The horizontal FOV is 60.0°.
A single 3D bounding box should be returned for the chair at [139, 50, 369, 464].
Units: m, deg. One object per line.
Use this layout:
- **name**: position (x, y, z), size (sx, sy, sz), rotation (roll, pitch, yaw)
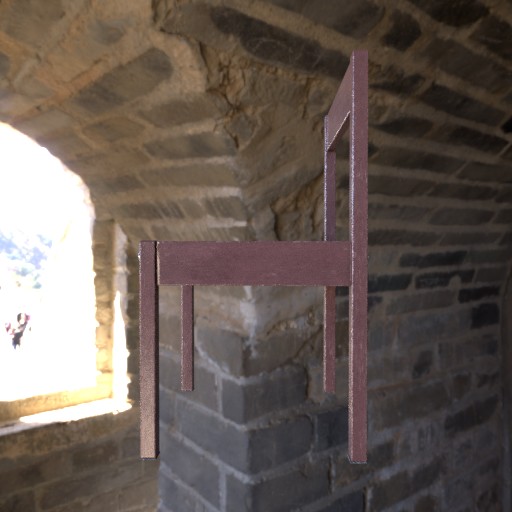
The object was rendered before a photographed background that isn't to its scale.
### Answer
- **chair**: position (0.000, 0.000, 0.686), size (0.285, 0.505, 0.285), rotation (0, 1, 2)
